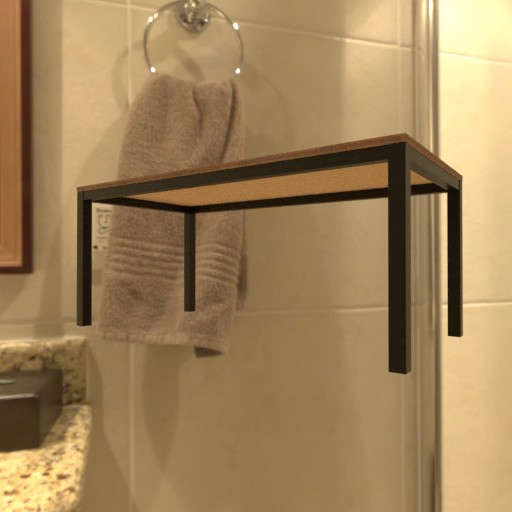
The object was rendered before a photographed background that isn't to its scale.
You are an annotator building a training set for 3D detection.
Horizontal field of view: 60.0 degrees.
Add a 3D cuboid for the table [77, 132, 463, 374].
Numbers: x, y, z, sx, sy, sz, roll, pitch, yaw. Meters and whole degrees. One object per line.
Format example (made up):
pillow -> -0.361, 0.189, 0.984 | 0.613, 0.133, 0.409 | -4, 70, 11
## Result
table -> 0.000, 0.000, 2.291 | 1.805, 0.767, 0.893 | 0, -1, 36
